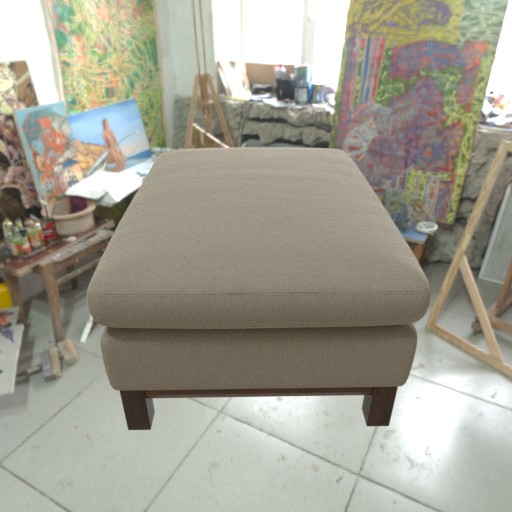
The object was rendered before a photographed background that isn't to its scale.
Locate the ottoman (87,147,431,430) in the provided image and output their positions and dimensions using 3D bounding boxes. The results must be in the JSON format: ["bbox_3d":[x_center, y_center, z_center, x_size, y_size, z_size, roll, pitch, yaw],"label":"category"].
[{"bbox_3d":[0.000,0.000,1.129,0.606,0.420,0.771,-1,30,-1],"label":"ottoman"}]
